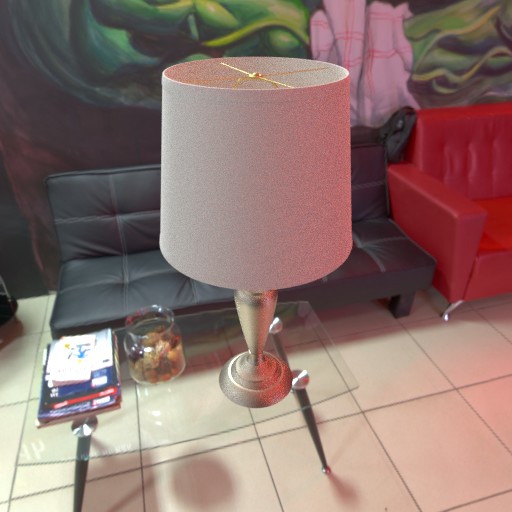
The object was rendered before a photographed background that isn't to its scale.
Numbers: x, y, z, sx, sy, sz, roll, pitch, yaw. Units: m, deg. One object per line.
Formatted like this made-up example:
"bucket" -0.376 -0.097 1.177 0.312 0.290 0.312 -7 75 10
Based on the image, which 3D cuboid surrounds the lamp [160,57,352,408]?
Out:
"lamp" 0.000 0.000 0.791 0.328 0.619 0.328 0 32 0
